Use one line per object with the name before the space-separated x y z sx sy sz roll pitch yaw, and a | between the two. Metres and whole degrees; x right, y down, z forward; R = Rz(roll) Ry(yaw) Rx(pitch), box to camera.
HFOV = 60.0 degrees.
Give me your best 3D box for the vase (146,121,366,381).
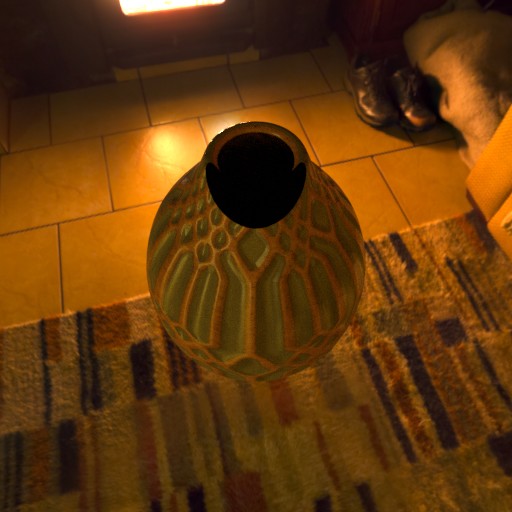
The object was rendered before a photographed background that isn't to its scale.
vase | 0.000 0.000 0.138 0.069 0.088 0.069 0 58 0
